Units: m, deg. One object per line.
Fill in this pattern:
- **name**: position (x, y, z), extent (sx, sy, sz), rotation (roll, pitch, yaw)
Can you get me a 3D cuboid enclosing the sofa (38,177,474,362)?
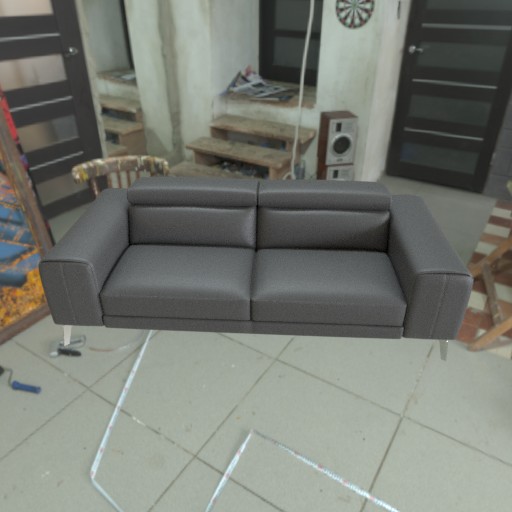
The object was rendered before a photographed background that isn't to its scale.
- **sofa**: position (0.000, 0.000, 2.840), extent (2.321, 0.759, 1.023), rotation (2, 32, 3)
